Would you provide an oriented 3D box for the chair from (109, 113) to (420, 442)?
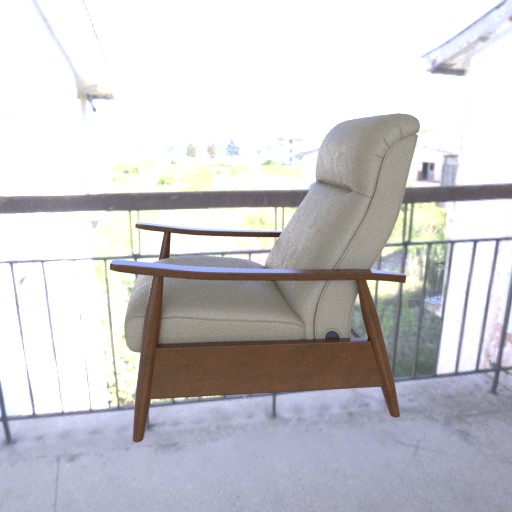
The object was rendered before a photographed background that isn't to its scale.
[{"bbox_3d":[0.000,0.000,1.789,1.014,1.082,0.762,-2,14,-8],"label":"chair"}]
